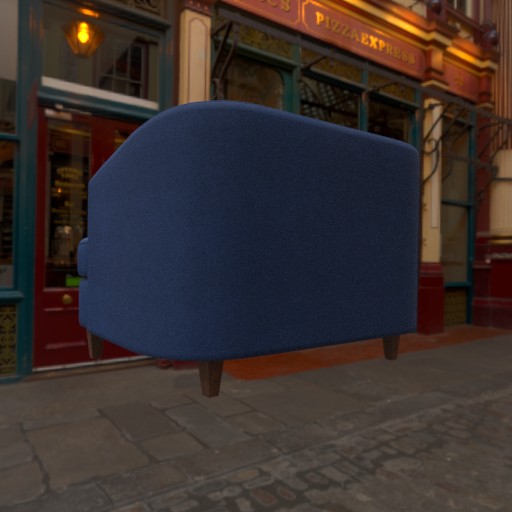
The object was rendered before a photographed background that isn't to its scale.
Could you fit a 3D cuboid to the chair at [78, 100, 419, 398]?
[{"bbox_3d":[0.000,0.000,1.703,1.118,0.787,0.914,1,-1,-36],"label":"chair"}]
